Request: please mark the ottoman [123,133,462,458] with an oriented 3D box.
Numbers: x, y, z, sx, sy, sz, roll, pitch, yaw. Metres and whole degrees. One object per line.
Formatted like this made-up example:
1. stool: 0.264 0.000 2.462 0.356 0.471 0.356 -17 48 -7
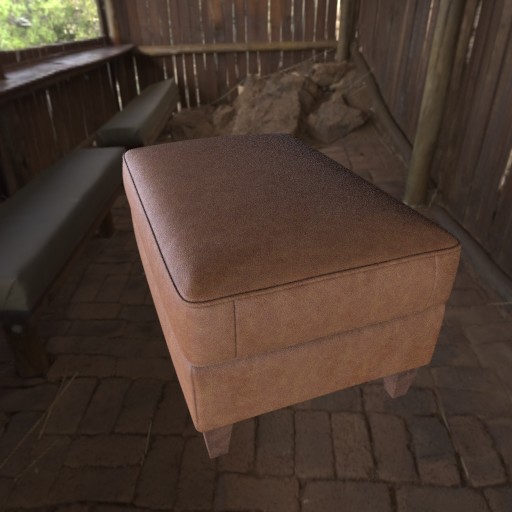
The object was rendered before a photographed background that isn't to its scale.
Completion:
1. ottoman: 0.000 0.000 1.190 0.584 0.483 0.864 -11 32 -18
